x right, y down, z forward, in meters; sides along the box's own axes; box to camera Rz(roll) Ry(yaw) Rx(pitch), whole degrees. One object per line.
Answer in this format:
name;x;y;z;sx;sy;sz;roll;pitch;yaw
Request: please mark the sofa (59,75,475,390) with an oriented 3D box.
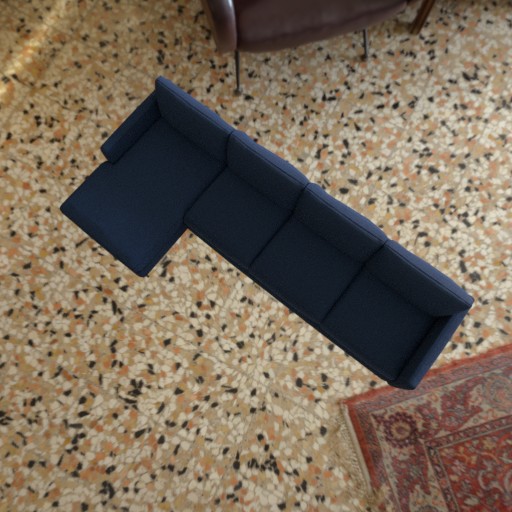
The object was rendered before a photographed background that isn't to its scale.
sofa;0.000;0.000;2.823;2.450;0.679;1.128;37;79;8
